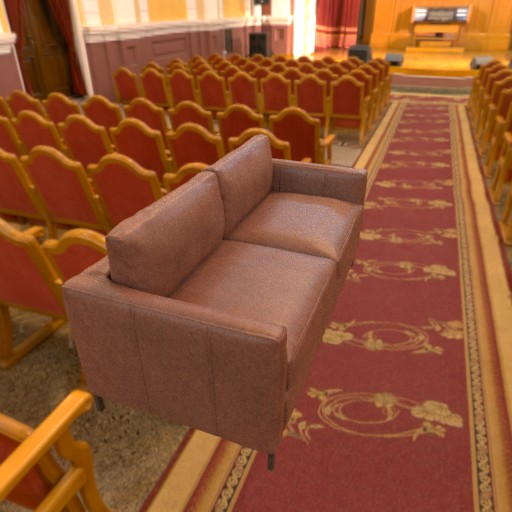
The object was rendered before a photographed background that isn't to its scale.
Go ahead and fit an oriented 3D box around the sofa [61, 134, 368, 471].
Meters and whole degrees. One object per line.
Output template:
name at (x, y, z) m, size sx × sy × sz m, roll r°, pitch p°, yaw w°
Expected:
sofa at (0.000, 0.000, 2.319) m, size 0.899 × 0.883 × 1.797 m, roll 11°, pitch 31°, yaw 18°
